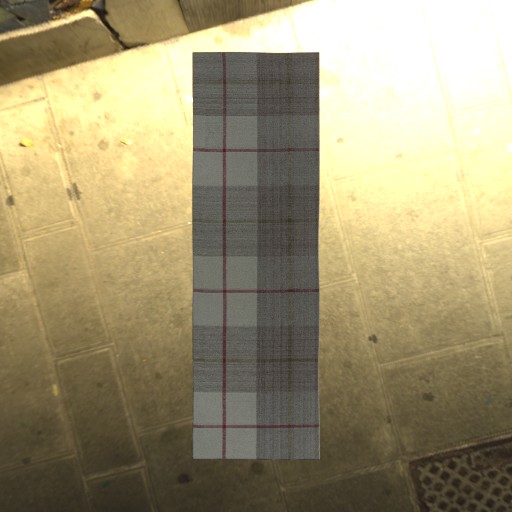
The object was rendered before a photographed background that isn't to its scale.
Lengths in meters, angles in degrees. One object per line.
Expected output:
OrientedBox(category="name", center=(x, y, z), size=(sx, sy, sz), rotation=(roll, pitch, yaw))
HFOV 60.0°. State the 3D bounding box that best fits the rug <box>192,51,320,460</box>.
OrientedBox(category="rug", center=(0.000, 0.000, 2.652), size=(0.762, 0.013, 2.439), rotation=(0, 90, 0))
